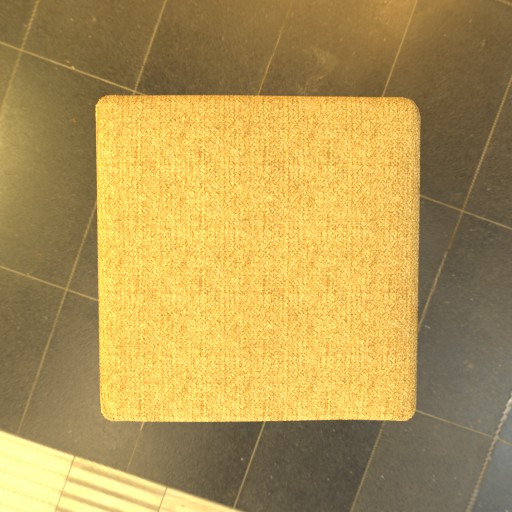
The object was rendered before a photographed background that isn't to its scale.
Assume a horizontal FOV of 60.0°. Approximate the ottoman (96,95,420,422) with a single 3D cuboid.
[{"bbox_3d":[0.000,0.000,0.873,0.505,0.441,0.512,0,92,-1],"label":"ottoman"}]
